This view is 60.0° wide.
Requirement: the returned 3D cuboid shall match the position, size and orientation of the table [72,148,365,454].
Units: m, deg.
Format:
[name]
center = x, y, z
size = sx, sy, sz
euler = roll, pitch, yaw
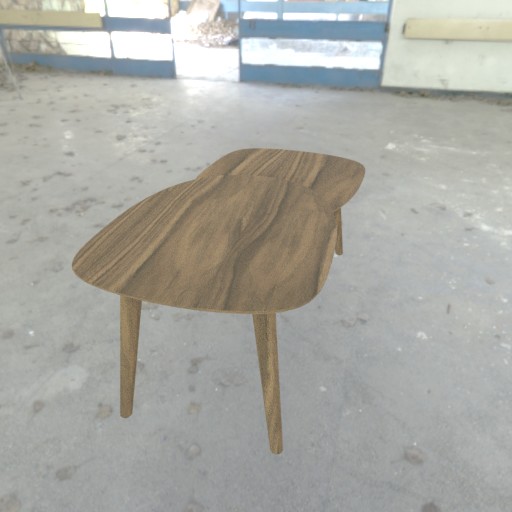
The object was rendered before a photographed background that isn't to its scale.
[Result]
[table]
center = 0.000, 0.000, 1.320
size = 0.527, 0.429, 1.084
euler = 10, 32, 16
